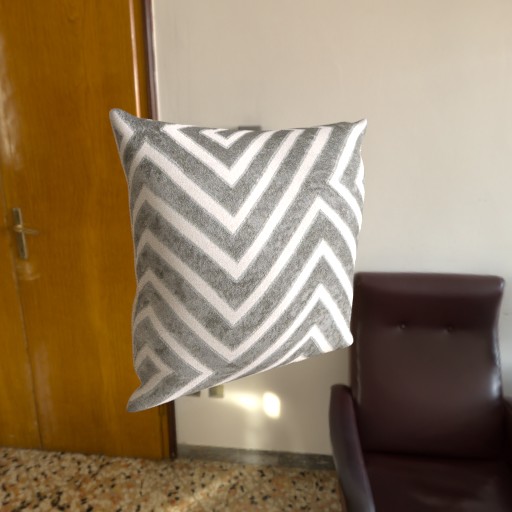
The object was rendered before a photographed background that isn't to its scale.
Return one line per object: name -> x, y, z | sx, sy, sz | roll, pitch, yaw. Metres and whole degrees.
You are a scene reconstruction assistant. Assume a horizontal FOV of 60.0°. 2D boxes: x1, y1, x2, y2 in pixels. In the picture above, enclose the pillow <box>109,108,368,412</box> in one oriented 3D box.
pillow -> 0.000, 0.000, 0.710 | 0.440, 0.441, 0.182 | -9, 18, -28
